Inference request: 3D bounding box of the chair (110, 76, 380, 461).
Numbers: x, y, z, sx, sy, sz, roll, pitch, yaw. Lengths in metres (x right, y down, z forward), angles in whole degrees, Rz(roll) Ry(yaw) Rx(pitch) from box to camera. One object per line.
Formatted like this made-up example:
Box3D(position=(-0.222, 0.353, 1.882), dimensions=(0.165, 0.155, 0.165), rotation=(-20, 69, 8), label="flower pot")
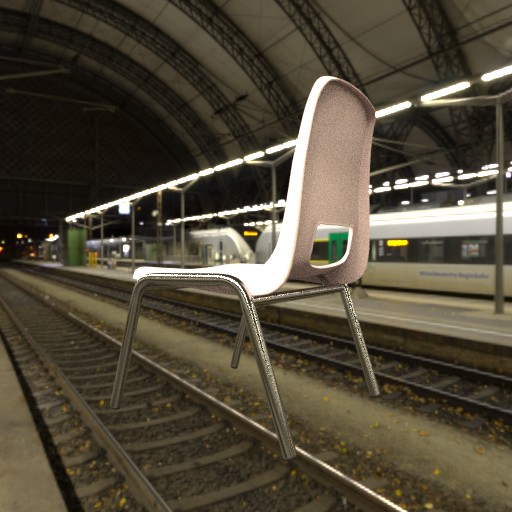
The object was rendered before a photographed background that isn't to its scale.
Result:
Box3D(position=(0.000, 0.000, 0.806), dimensions=(0.385, 0.537, 0.354), rotation=(0, 1, 36), label="chair")
